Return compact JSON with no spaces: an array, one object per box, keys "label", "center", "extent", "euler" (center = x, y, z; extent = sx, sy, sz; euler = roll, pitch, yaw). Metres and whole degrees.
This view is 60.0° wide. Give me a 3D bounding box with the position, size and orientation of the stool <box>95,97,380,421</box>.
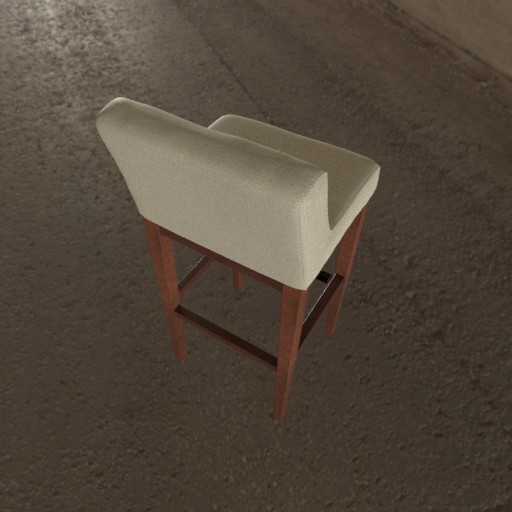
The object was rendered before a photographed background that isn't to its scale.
[{"label":"stool","center":[0.000,0.000,1.334],"extent":[0.511,1.037,0.500],"euler":[25,52,21]}]
